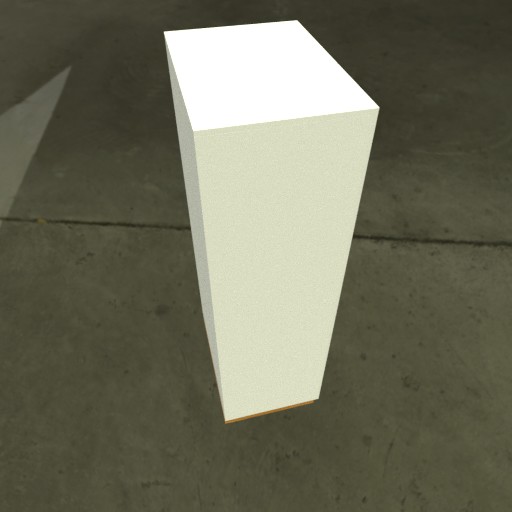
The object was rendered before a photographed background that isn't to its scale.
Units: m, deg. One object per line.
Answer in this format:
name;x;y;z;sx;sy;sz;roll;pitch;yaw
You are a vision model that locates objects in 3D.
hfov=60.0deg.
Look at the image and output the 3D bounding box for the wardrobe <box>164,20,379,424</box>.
wardrobe;0.000;0.000;2.386;0.600;2.040;0.860;-10;46;-10
